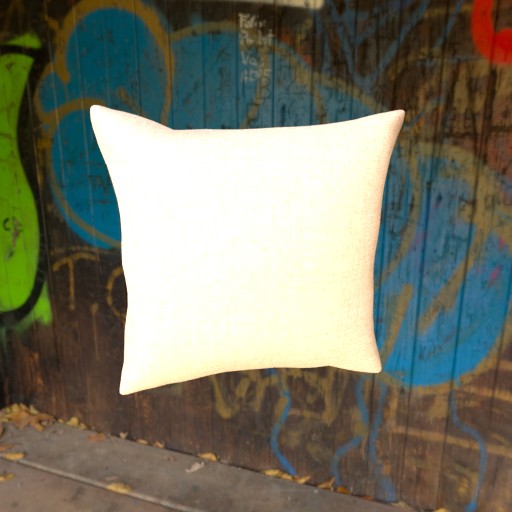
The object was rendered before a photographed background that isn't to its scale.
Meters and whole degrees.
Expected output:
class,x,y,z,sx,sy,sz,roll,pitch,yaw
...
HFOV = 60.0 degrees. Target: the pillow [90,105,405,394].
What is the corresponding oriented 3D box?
class,x,y,z,sx,sy,sz,roll,pitch,yaw
pillow,0.000,0.000,0.626,0.414,0.399,0.173,-2,15,-9
